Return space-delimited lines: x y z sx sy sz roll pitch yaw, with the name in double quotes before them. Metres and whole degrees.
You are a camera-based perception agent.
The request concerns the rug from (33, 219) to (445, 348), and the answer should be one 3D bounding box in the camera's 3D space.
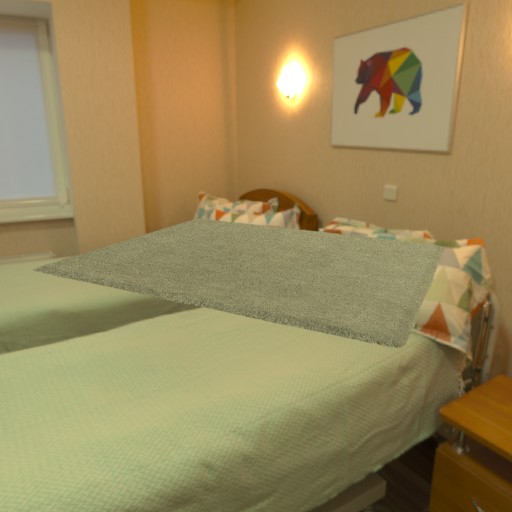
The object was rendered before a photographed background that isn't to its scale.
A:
"rug" 0.000 0.000 3.920 2.933 0.027 2.332 8 18 26
